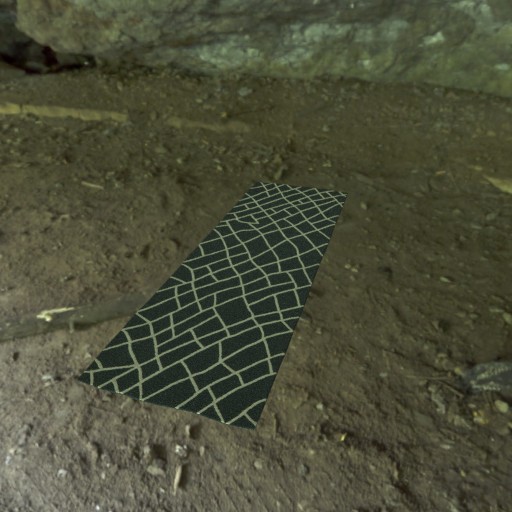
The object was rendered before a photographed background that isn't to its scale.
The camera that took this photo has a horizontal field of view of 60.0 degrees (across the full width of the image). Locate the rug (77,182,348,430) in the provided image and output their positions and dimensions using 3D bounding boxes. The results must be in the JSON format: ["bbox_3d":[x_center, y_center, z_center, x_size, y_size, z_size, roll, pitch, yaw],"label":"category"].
[{"bbox_3d":[0.000,0.000,2.769,0.807,0.010,2.476,9,32,16],"label":"rug"}]
